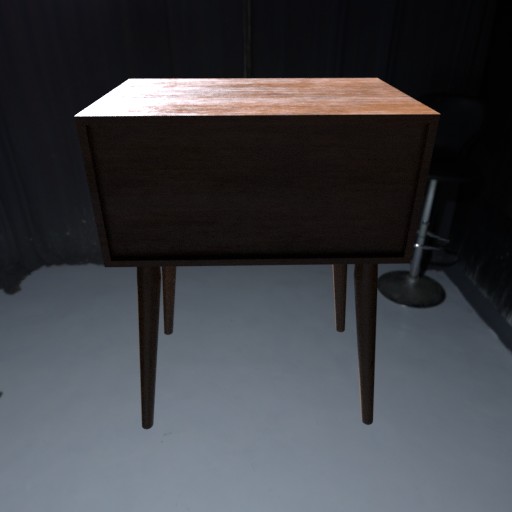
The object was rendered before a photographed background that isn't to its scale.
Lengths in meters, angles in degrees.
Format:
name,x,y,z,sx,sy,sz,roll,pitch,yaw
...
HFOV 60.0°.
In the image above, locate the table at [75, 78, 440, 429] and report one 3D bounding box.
name,x,y,z,sx,sy,sz,roll,pitch,yaw
table,0.000,0.000,0.828,0.454,0.580,0.307,-1,30,-1
